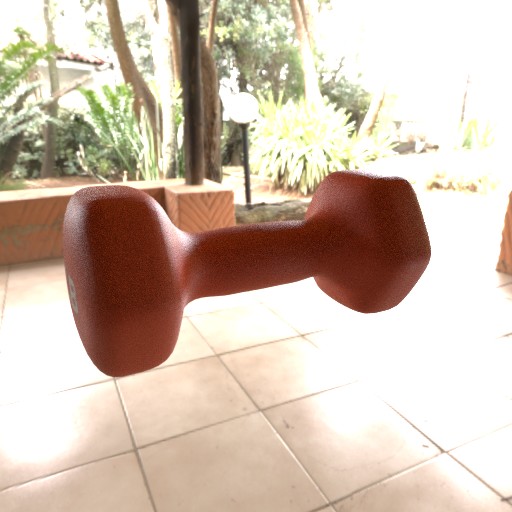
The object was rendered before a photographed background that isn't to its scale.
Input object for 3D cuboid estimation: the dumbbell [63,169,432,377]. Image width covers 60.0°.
[{"bbox_3d":[0.000,0.000,0.205,0.162,0.071,0.079,-8,19,-25],"label":"dumbbell"}]
